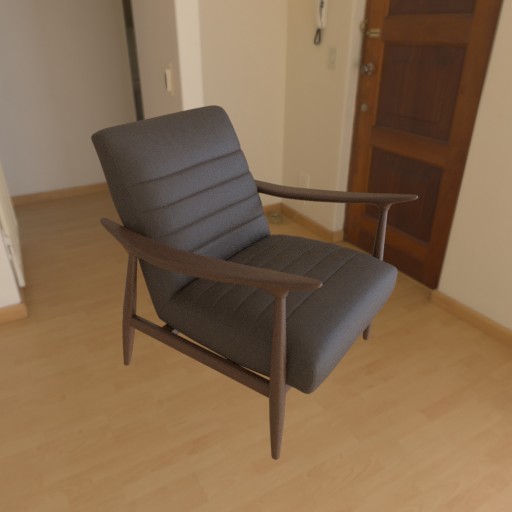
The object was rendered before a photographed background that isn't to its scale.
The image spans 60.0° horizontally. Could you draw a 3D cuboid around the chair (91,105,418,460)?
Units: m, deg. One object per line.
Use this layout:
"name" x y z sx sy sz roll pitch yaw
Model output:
"chair" 0.000 0.000 1.458 0.798 0.831 0.741 18 32 31
